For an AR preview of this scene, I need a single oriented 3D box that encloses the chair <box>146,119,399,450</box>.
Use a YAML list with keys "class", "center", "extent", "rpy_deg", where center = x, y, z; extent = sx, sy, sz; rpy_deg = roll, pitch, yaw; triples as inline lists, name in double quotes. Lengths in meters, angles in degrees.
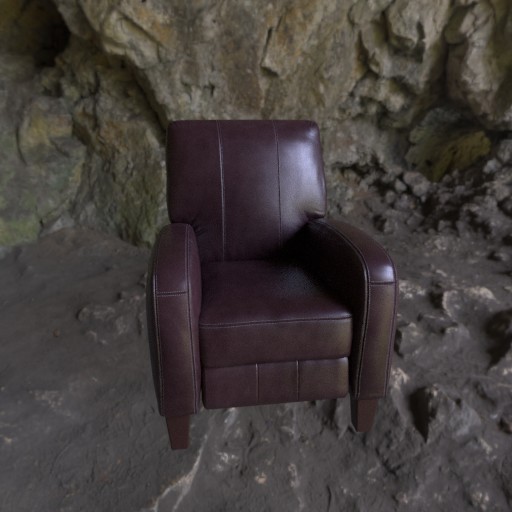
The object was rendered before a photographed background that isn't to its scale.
- class: "chair"
  center: [0.000, 0.000, 1.695]
  extent: [0.762, 0.990, 0.990]
  rpy_deg: [-2, 18, -8]
